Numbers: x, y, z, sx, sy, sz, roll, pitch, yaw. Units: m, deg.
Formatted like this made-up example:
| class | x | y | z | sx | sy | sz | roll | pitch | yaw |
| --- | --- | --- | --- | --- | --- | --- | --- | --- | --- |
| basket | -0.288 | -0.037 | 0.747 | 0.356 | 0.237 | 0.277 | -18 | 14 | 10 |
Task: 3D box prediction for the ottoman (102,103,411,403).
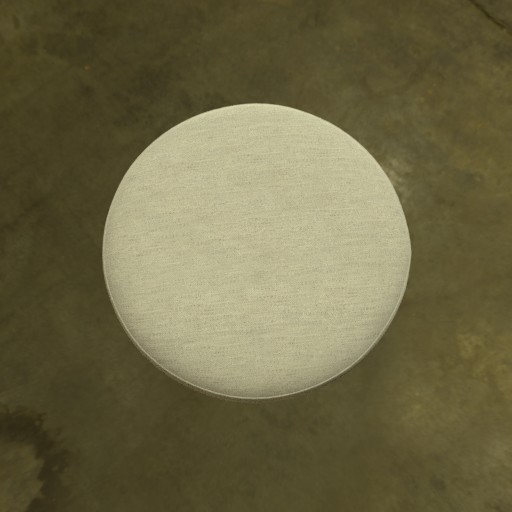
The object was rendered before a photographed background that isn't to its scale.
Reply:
| class | x | y | z | sx | sy | sz | roll | pitch | yaw |
| --- | --- | --- | --- | --- | --- | --- | --- | --- | --- |
| ottoman | 0.000 | 0.000 | 1.250 | 0.769 | 0.459 | 0.769 | 0 | 77 | 0 |
